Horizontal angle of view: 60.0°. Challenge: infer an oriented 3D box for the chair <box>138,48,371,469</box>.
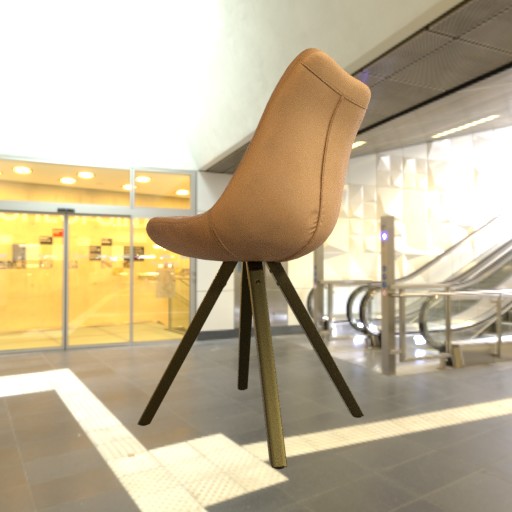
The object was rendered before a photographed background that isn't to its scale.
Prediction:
[{"bbox_3d":[0.000,0.000,1.178,0.547,0.865,0.483,-1,-1,37],"label":"chair"}]
